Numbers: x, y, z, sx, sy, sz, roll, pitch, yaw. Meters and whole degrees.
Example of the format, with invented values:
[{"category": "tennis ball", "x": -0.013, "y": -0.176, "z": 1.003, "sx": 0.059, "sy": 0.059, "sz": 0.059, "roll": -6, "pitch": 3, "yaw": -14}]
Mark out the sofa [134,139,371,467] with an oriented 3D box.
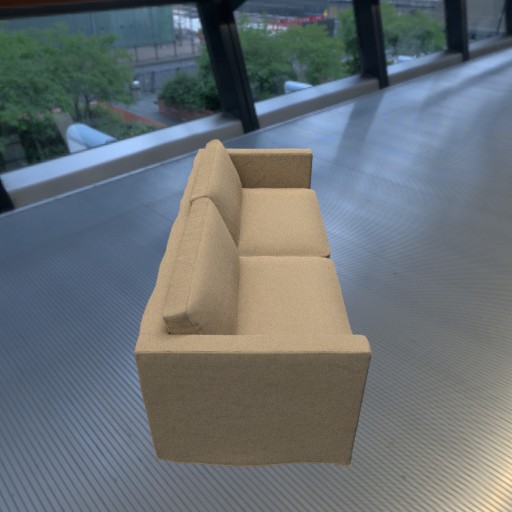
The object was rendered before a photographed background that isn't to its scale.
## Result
[{"category": "sofa", "x": 0.000, "y": 0.000, "z": 2.804, "sx": 0.962, "sy": 0.853, "sz": 2.312, "roll": 0, "pitch": 33, "yaw": 0}]
